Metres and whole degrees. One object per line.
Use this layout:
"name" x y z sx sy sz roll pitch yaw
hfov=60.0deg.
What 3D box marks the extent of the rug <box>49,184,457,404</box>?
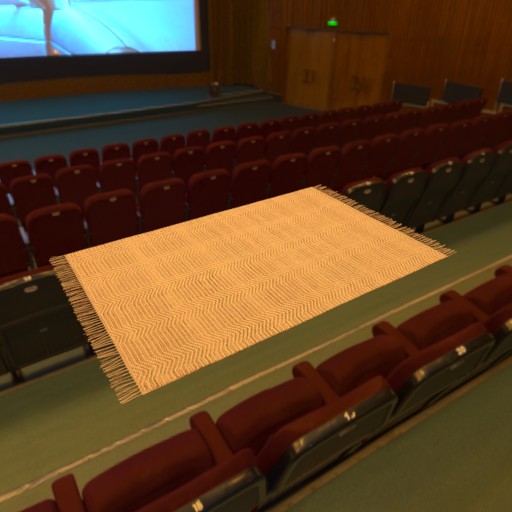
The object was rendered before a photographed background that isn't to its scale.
"rug" 0.000 0.000 2.542 2.021 0.027 1.224 -19 36 -28
